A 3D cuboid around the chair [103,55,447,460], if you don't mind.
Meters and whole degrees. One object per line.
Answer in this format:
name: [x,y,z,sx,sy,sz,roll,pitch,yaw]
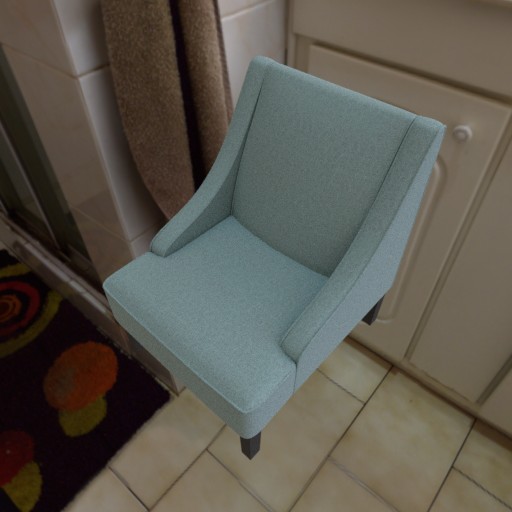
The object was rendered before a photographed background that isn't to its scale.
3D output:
chair: [0.000,0.000,1.844,0.857,1.133,1.025,34,55,28]
